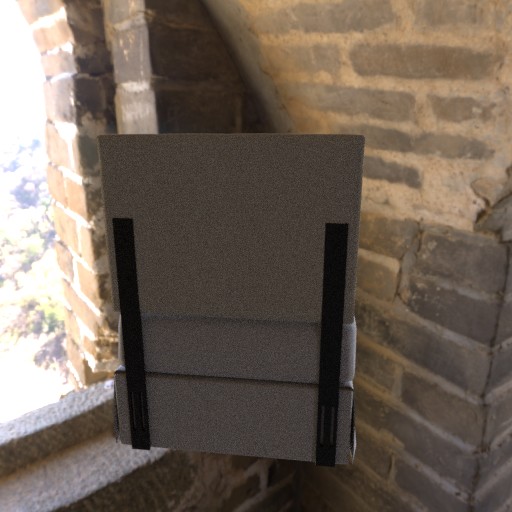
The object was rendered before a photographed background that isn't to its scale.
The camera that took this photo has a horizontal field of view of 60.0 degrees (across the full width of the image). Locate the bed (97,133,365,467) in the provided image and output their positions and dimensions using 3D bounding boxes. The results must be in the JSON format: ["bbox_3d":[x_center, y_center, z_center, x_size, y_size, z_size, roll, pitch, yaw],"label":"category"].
[{"bbox_3d":[0.000,0.000,2.964,1.261,1.571,1.997,2,15,7],"label":"bed"}]
